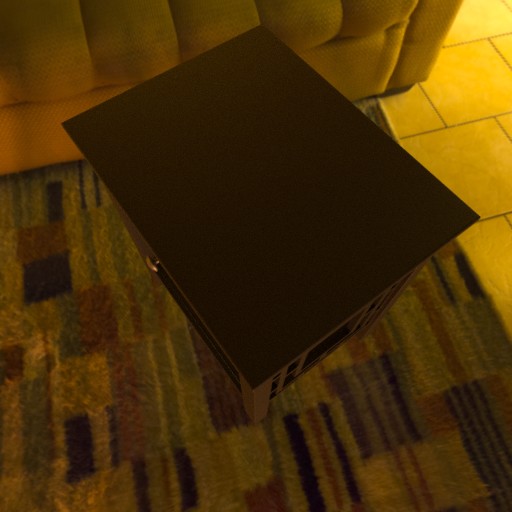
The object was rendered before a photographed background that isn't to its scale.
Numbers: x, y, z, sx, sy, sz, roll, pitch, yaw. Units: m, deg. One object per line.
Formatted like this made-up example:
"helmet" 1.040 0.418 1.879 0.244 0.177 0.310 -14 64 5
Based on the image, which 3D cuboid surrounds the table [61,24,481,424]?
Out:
"table" 0.000 0.000 1.014 0.451 0.646 0.564 -34 68 -15
